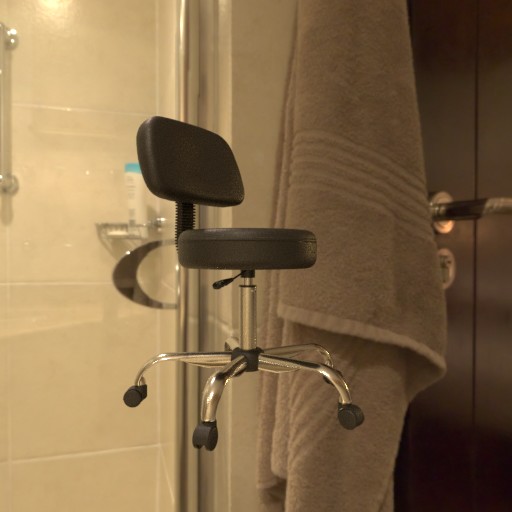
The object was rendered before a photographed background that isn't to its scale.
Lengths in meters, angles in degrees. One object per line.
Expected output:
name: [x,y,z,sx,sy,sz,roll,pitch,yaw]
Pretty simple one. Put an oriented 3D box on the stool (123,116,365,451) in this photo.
stool: [0.000,0.000,1.286,0.648,0.862,0.673,0,0,36]
